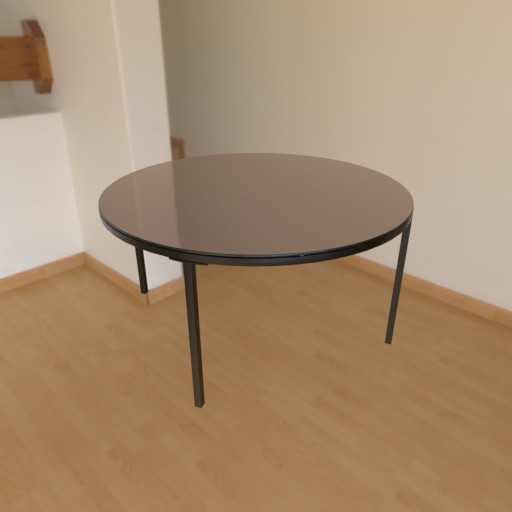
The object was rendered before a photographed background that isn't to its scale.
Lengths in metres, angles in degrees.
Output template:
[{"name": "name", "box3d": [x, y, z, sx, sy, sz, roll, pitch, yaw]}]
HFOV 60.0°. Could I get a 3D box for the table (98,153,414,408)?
[{"name": "table", "box3d": [0.000, 0.000, 1.264, 0.800, 0.400, 0.800, 0, 26, 0]}]
